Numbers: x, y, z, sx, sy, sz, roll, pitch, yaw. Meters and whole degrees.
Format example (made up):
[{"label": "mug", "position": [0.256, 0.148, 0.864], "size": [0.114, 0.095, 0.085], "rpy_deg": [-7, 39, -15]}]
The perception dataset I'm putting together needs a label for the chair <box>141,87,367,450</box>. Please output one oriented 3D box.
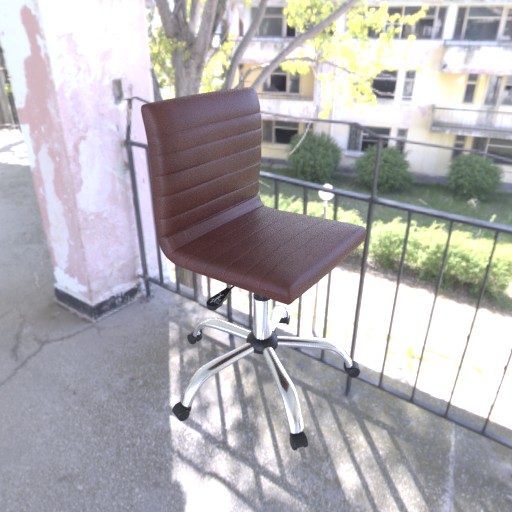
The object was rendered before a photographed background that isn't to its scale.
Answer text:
[{"label": "chair", "position": [0.000, 0.000, 1.152], "size": [0.530, 0.780, 0.556], "rpy_deg": [18, 32, 31]}]
